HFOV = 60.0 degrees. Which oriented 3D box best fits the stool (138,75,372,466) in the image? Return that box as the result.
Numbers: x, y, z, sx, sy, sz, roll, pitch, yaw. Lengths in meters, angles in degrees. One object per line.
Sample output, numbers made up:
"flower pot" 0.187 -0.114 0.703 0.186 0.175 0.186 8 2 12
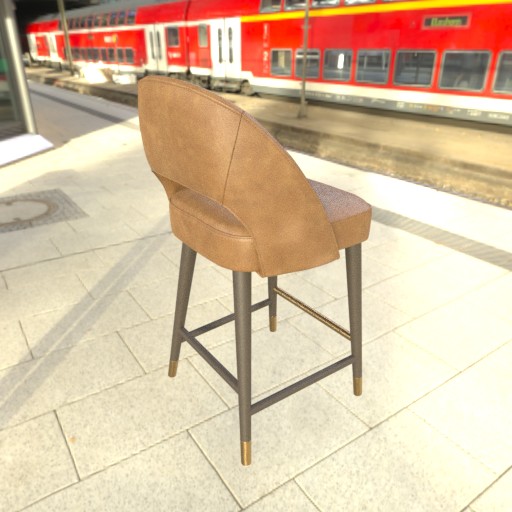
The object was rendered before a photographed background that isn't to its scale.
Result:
"stool" 0.000 0.000 1.224 0.509 0.940 0.494 -18 31 -33
